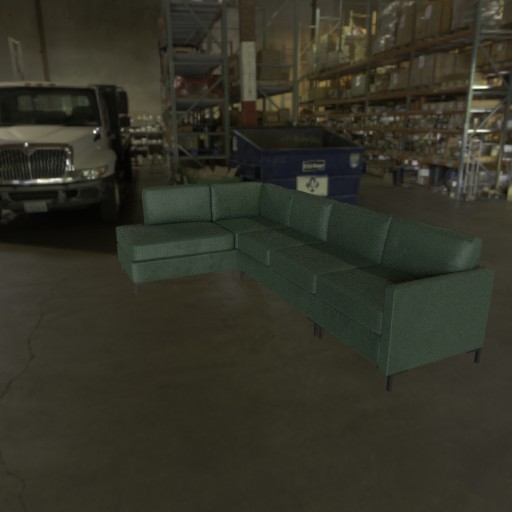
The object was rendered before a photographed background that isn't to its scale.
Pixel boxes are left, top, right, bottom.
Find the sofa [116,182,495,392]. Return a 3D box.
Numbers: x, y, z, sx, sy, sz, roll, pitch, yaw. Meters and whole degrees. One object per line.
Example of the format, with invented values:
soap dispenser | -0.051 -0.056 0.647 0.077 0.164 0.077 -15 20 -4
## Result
sofa | 0.000 0.000 4.160 2.048 0.996 3.384 -8 18 -24
